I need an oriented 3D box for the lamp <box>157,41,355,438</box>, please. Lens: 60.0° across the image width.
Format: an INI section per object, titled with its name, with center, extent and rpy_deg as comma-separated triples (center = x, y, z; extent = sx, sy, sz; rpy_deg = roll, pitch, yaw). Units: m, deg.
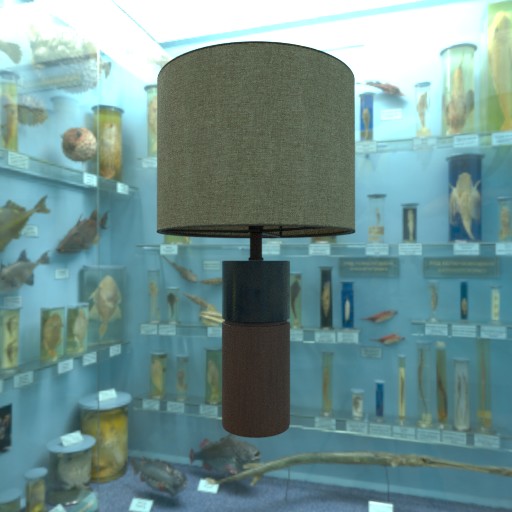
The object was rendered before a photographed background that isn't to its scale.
[lamp]
center = 0.000, 0.000, 0.461
extent = 0.202, 0.350, 0.202
rpy_deg = 0, -1, 0
